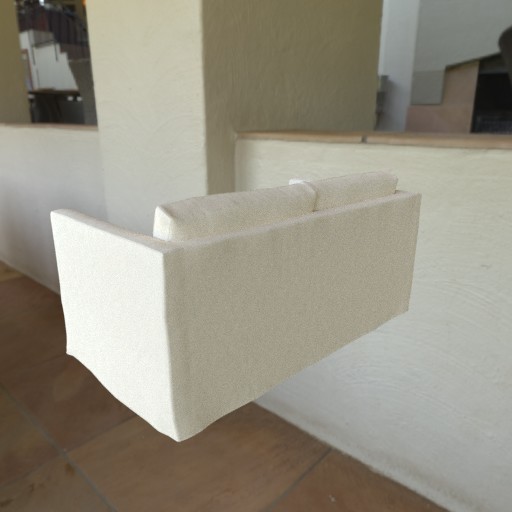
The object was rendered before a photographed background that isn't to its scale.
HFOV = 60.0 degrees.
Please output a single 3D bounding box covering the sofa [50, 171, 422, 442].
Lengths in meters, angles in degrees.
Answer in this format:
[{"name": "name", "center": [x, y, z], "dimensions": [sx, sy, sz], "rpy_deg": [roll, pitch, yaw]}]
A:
[{"name": "sofa", "center": [0.000, 0.000, 2.338], "dimensions": [1.746, 0.834, 0.962], "rpy_deg": [-16, 23, -42]}]
